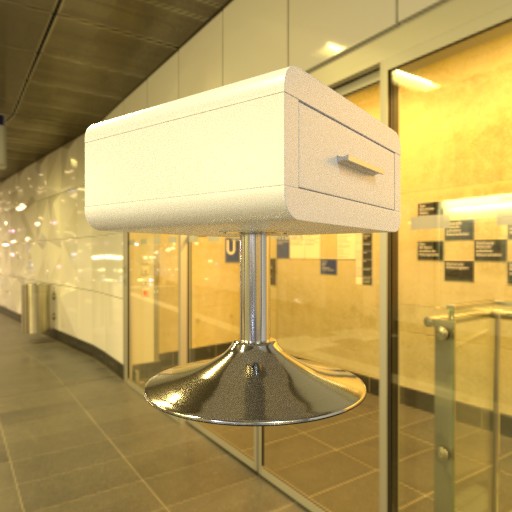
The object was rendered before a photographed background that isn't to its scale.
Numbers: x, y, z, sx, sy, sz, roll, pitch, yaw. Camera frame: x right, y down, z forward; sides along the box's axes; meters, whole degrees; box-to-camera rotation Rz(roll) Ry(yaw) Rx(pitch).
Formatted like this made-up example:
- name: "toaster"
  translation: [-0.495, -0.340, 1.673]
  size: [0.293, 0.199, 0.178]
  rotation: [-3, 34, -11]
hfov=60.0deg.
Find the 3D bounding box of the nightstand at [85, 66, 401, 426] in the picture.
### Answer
- name: "nightstand"
  translation: [0.000, 0.000, 0.767]
  size: [0.404, 0.447, 0.399]
  rotation: [0, 0, 36]
